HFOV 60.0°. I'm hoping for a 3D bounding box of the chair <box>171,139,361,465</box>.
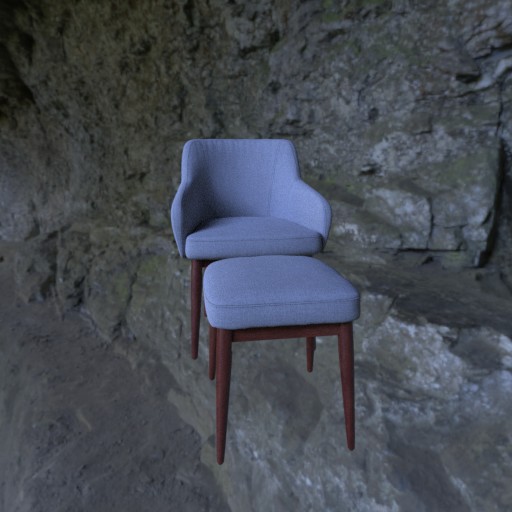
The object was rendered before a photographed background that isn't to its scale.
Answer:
[{"bbox_3d":[0.000,0.000,1.575,0.584,0.799,1.107,-2,15,-8],"label":"chair"}]
